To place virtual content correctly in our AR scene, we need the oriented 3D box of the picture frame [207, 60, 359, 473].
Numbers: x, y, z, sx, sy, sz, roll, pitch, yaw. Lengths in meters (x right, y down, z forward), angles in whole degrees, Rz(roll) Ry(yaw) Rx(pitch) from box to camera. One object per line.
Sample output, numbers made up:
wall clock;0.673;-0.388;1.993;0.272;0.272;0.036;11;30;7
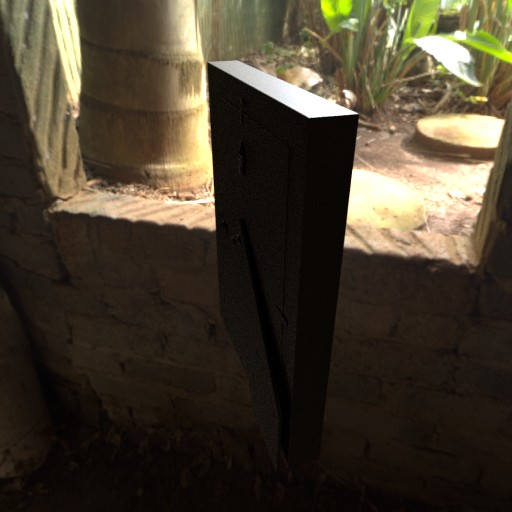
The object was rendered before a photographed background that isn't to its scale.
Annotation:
picture frame;0.000;0.000;0.279;0.028;0.208;0.157;-10;32;-16
